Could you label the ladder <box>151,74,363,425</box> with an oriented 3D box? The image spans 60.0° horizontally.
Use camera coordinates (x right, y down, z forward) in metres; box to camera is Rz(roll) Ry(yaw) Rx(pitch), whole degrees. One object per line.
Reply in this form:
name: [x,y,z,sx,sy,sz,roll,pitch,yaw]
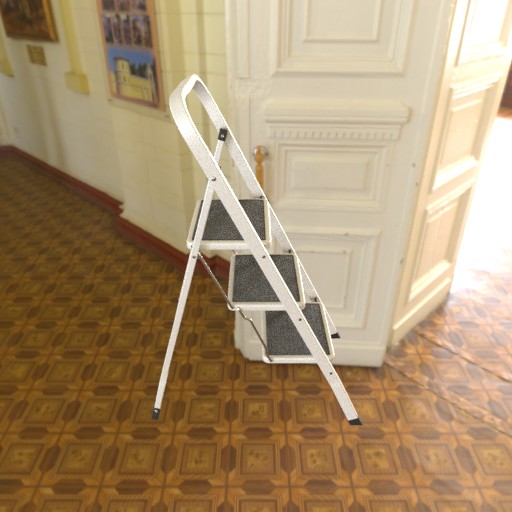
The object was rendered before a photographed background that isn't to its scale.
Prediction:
ladder: [0.000,0.000,1.410,0.711,1.050,0.460,0,31,0]
